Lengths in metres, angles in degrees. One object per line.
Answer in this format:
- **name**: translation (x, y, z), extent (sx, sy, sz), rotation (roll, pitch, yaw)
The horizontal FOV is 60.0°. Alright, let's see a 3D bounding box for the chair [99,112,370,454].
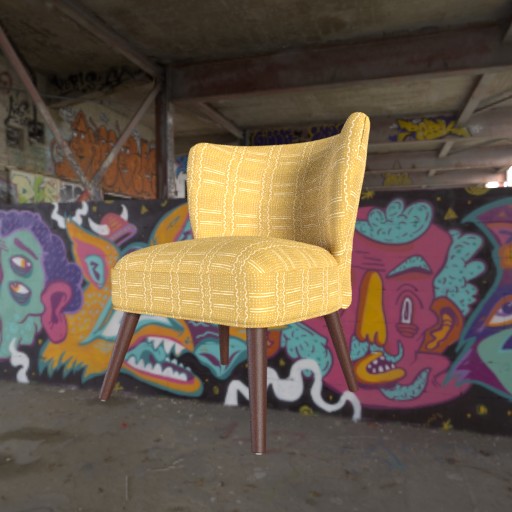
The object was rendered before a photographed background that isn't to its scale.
- **chair**: translation (0.000, 0.000, 1.435), extent (0.706, 0.866, 0.758), rotation (1, 1, 37)
